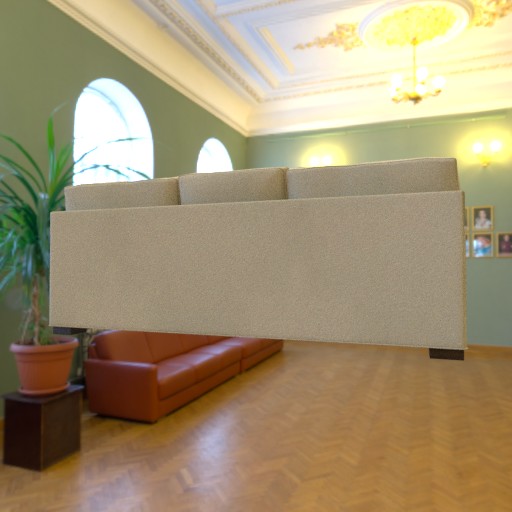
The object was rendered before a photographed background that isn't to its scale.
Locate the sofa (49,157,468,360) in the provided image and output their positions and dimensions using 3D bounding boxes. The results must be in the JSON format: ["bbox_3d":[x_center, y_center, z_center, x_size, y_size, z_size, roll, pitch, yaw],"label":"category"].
[{"bbox_3d":[0.000,0.000,2.523,2.088,0.862,0.935,0,-1,20],"label":"sofa"}]
